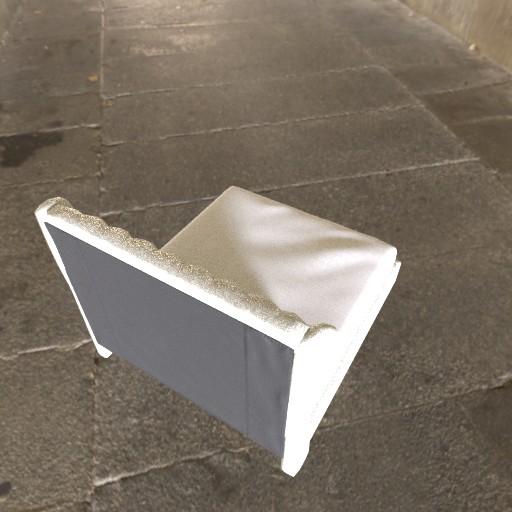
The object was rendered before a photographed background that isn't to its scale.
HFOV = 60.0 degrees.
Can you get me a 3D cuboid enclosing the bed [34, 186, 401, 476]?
[{"bbox_3d":[0.000,0.000,3.926,2.219,1.771,2.347,24,50,22],"label":"bed"}]
